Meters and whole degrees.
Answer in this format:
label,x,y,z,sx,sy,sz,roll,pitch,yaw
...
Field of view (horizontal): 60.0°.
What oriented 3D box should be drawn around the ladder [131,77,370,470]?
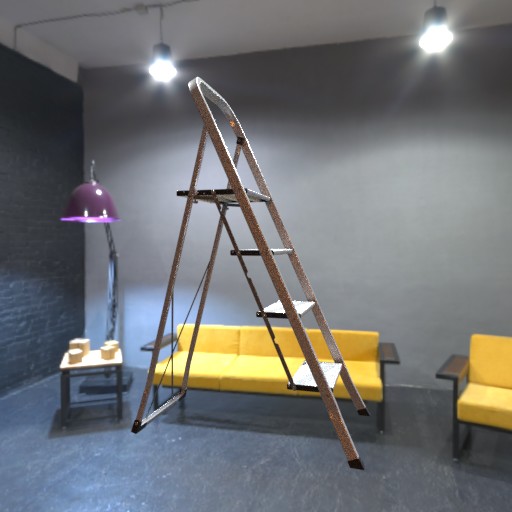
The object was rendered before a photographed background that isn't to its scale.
label,x,y,z,sx,sy,sz,roll,pitch,yaw
ladder,0.000,0.000,1.675,0.830,1.290,0.465,1,2,17
